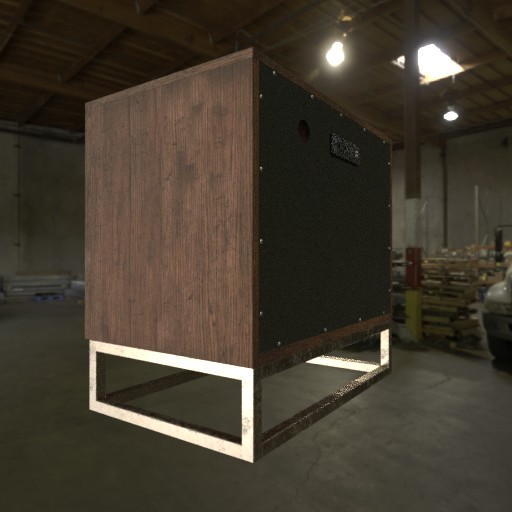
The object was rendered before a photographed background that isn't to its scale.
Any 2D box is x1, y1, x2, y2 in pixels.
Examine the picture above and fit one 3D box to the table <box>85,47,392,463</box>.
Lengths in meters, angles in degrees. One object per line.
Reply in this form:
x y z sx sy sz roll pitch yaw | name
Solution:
0.000 0.000 1.254 0.542 0.746 0.767 0 0 35 | table
